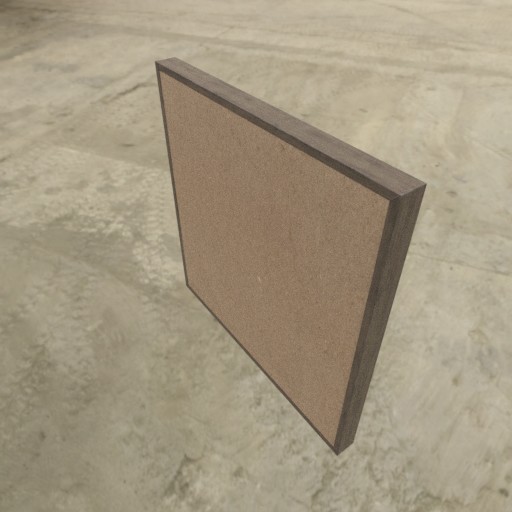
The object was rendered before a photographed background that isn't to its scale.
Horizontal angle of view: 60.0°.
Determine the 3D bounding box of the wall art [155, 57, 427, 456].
[{"bbox_3d":[0.000,0.000,0.741,0.038,0.508,0.508,-25,46,-27],"label":"wall art"}]
